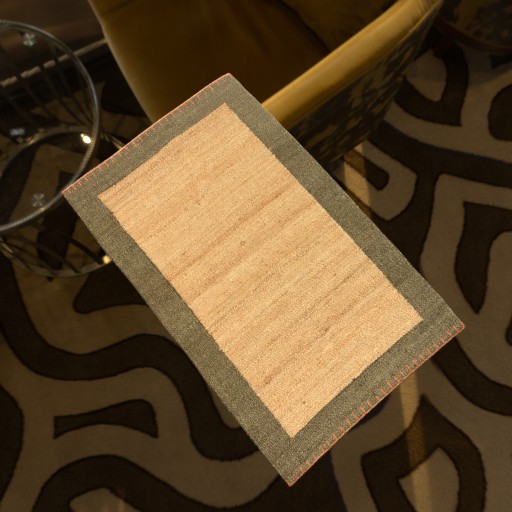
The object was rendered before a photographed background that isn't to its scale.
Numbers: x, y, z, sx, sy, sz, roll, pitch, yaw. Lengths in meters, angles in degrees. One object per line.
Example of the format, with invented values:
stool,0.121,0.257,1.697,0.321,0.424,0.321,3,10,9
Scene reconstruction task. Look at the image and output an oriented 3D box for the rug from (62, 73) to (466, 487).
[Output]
rug,0.000,0.000,2.952,1.521,0.006,2.435,-39,80,-8
